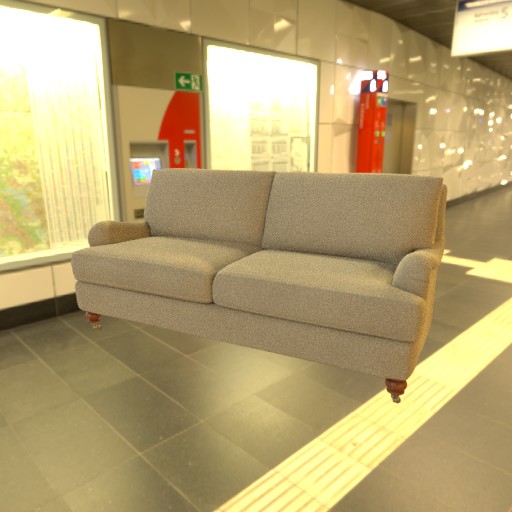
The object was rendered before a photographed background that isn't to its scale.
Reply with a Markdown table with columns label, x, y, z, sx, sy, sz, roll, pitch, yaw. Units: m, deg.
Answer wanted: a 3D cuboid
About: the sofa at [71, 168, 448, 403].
| label | x | y | z | sx | sy | sz | roll | pitch | yaw |
| --- | --- | --- | --- | --- | --- | --- | --- | --- | --- |
| sofa | 0.000 | 0.000 | 2.692 | 2.070 | 0.997 | 1.091 | 7 | 16 | 26 |
